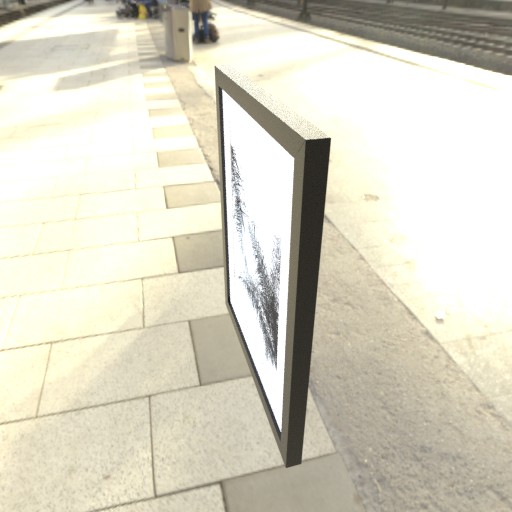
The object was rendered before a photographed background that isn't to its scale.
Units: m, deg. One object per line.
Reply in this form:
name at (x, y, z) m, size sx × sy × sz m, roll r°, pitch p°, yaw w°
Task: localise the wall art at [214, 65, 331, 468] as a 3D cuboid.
wall art at (0.000, 0.000, 0.781) m, size 0.028 × 0.557 × 0.457 m, roll -9°, pitch 33°, yaw -14°
